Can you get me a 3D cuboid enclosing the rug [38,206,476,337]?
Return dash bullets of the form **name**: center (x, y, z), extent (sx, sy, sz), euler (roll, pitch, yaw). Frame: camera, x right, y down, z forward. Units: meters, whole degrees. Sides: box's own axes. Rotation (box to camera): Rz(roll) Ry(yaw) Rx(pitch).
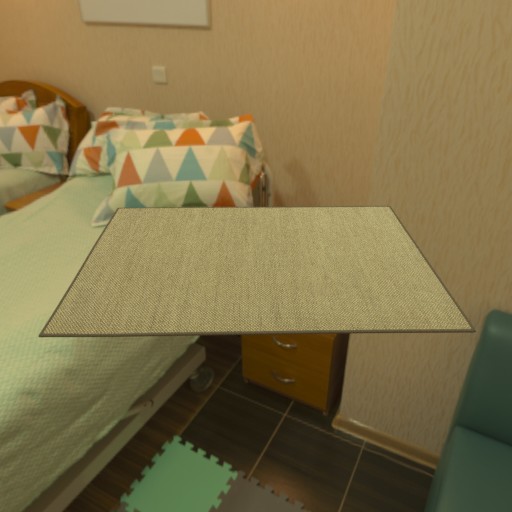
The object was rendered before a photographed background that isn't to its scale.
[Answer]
- **rug**: center (0.000, 0.000, 2.803), extent (2.133, 0.012, 1.523), euler (0, 30, -1)
